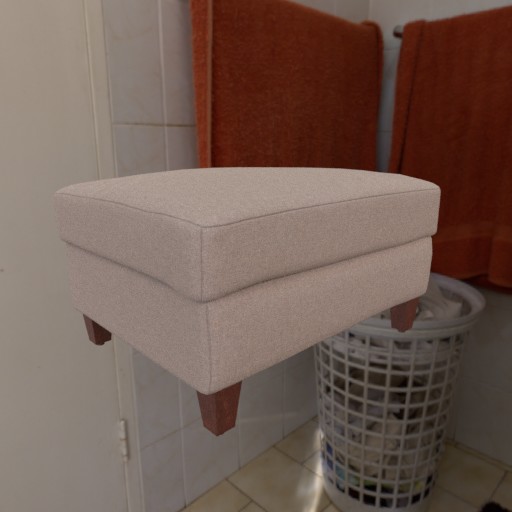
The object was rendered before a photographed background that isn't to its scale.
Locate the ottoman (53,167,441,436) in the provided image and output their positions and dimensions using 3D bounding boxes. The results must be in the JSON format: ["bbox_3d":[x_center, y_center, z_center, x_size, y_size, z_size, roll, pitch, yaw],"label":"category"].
[{"bbox_3d":[0.000,0.000,1.290,0.902,0.511,0.692,-13,19,-41],"label":"ottoman"}]
